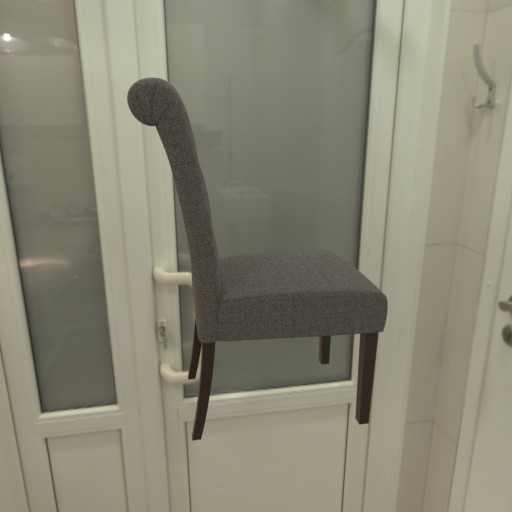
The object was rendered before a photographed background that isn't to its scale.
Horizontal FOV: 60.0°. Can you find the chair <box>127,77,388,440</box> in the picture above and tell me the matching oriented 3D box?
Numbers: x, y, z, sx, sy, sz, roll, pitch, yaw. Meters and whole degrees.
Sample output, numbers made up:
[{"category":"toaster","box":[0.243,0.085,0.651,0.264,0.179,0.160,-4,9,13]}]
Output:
[{"category":"chair","box":[0.000,0.000,1.374,0.671,1.006,0.456,-3,17,-10]}]
